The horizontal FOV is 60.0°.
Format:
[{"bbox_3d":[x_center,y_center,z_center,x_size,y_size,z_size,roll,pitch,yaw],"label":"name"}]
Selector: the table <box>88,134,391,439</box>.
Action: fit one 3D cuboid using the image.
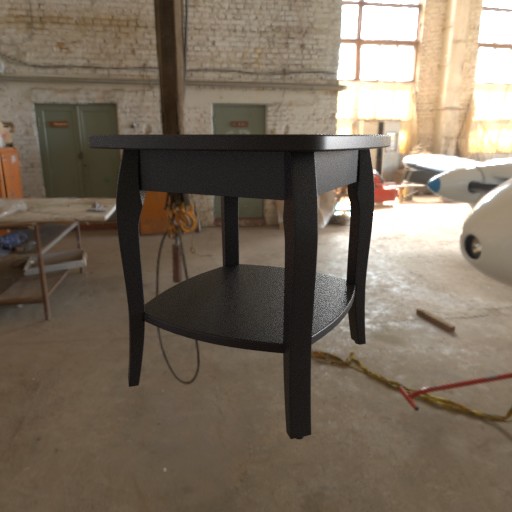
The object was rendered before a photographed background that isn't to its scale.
[{"bbox_3d":[0.000,0.000,0.867,0.457,0.457,0.508,8,17,26],"label":"table"}]
